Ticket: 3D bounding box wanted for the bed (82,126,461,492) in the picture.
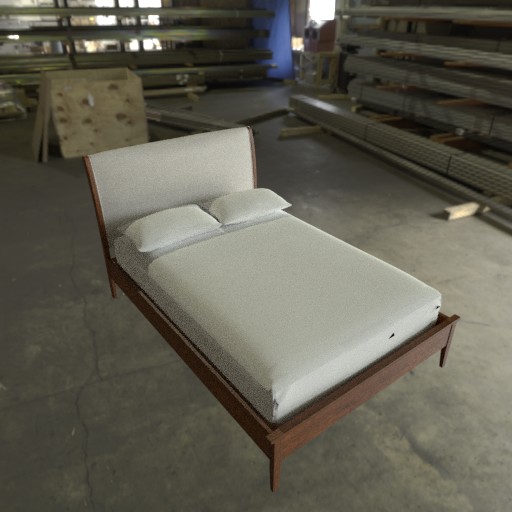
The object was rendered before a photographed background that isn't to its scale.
[{"bbox_3d":[0.000,0.000,3.250,1.612,1.250,2.380,-20,35,-32],"label":"bed"}]
